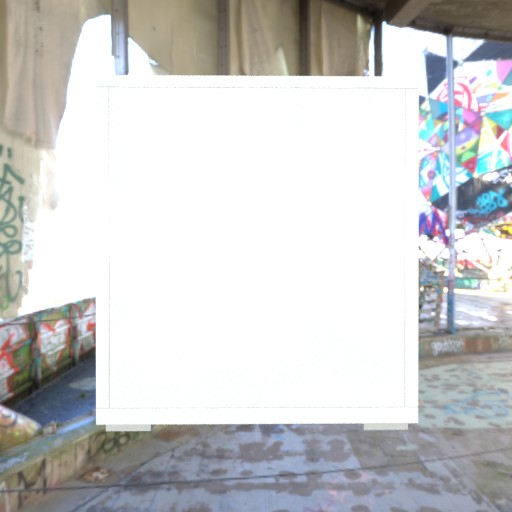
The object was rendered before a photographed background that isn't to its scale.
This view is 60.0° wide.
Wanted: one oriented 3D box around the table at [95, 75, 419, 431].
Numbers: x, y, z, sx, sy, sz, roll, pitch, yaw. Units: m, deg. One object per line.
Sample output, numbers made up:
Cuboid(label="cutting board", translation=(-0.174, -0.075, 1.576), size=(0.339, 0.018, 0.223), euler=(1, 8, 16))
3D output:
Cuboid(label="table", translation=(0.000, 0.000, 0.775), size=(0.420, 0.470, 0.400), euler=(0, 0, -1))
